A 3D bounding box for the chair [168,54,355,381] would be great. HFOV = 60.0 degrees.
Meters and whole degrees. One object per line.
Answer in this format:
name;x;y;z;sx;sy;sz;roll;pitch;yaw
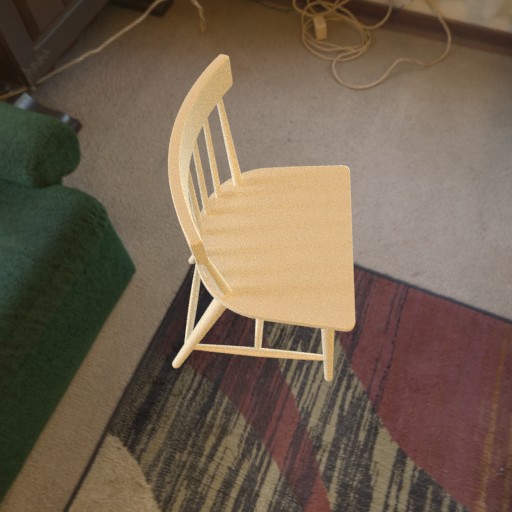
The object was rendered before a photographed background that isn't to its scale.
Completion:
chair;0.000;0.000;1.260;0.572;0.952;0.483;4;62;2
